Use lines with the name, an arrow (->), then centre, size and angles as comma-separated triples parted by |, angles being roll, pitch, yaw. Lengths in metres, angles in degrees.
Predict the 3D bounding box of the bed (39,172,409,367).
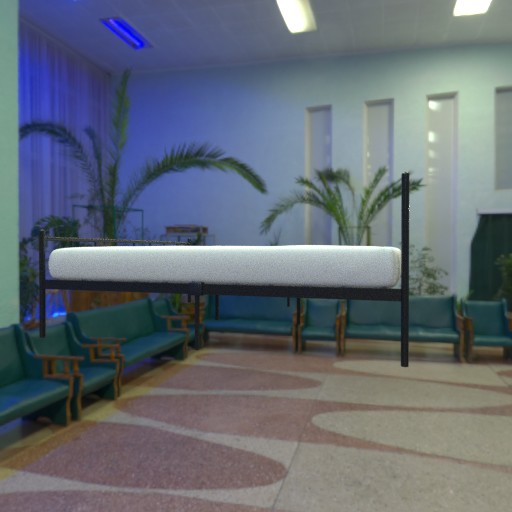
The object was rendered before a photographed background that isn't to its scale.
bed -> 0.000, 0.000, 3.137 | 2.040, 0.940, 1.880 | 0, 1, 19
